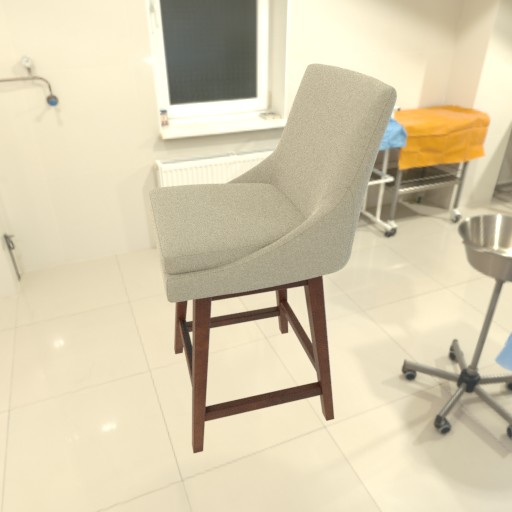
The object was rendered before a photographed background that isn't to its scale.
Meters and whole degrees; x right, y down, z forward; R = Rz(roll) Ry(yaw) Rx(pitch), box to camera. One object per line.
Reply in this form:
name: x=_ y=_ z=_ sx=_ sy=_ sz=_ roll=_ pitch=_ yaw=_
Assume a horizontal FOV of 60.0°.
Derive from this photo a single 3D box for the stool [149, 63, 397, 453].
stool: x=0.000 y=0.000 z=1.301 sx=0.559 sy=0.991 sz=0.469 roll=-8 pitch=31 yaw=-14
